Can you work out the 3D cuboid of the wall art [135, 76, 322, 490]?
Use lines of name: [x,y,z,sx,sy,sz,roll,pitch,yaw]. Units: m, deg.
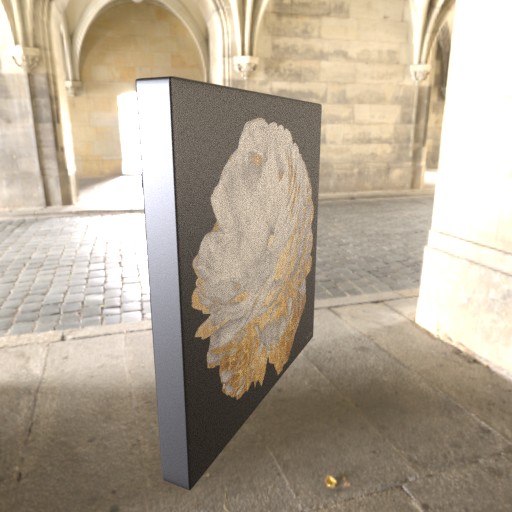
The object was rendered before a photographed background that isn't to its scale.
wall art: [0.000,0.000,0.594,0.041,0.407,0.406,7,17,24]
